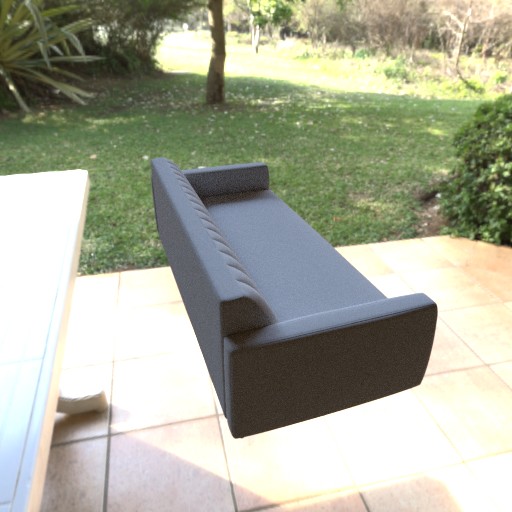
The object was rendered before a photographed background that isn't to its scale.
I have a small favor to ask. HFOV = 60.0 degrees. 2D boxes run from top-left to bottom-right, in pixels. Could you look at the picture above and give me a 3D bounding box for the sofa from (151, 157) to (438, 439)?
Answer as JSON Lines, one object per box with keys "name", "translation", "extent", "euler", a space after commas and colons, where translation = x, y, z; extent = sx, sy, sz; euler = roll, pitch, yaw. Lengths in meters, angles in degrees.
{"name": "sofa", "translation": [0.000, 0.000, 2.827], "extent": [0.990, 0.821, 2.291], "euler": [-10, 30, -17]}
